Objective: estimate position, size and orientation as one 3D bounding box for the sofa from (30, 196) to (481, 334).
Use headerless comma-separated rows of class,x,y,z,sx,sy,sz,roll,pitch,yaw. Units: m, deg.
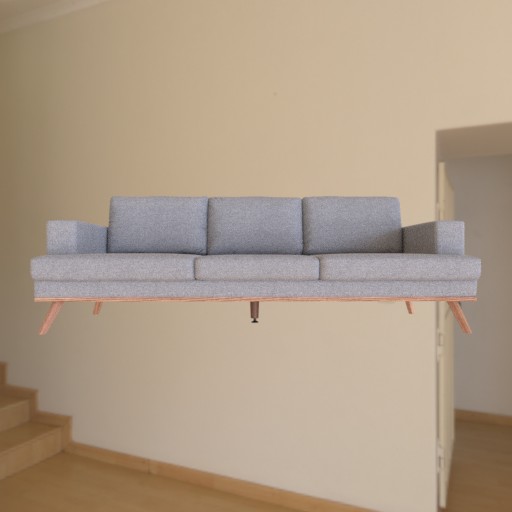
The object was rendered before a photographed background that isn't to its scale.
sofa,0.000,0.000,2.704,2.310,0.810,0.920,0,0,-1
